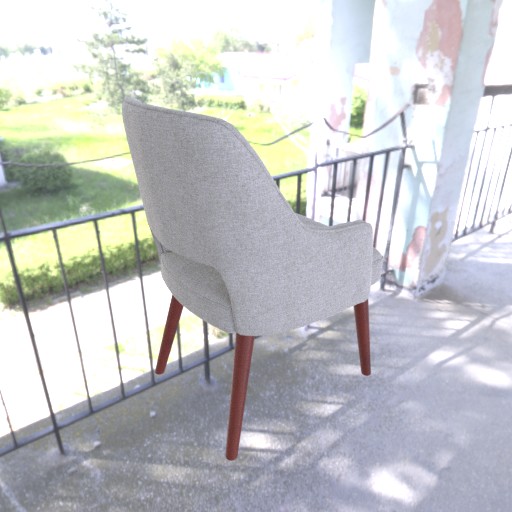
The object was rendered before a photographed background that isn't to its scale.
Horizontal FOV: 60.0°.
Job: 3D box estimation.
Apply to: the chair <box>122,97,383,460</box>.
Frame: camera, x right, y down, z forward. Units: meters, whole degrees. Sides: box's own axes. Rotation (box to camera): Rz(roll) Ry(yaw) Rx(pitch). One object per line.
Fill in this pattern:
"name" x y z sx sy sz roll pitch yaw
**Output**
"chair" 0.000 0.000 1.229 0.605 0.849 0.548 -19 32 -33
